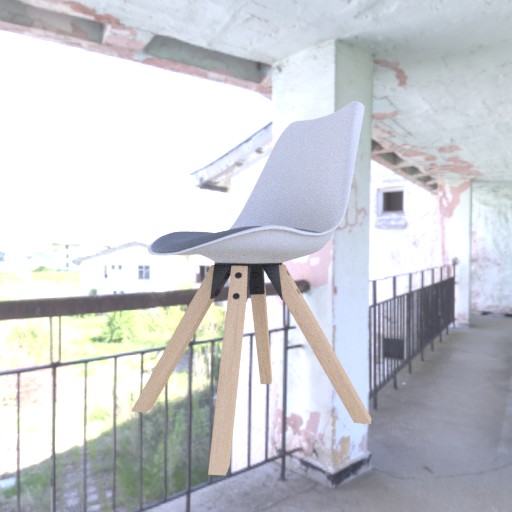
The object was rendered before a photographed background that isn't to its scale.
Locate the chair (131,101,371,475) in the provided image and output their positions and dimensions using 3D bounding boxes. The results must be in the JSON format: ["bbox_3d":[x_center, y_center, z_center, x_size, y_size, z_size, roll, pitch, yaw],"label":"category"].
[{"bbox_3d":[0.000,0.000,1.177,0.550,0.850,0.485,-1,1,-36],"label":"chair"}]
